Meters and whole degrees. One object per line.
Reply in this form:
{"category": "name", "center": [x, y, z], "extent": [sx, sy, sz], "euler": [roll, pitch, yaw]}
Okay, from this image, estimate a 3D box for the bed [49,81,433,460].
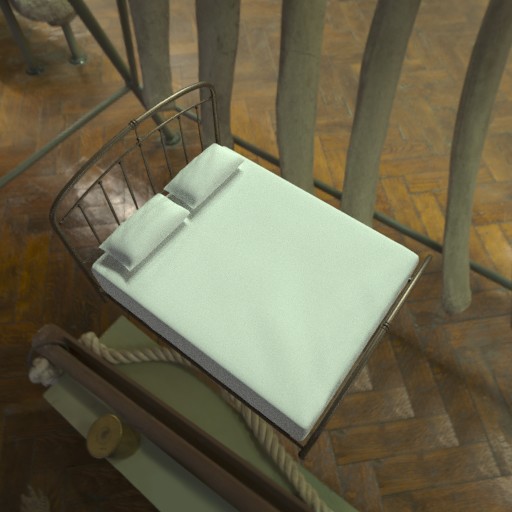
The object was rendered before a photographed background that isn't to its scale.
{"category": "bed", "center": [0.000, 0.000, 3.333], "extent": [2.168, 1.475, 1.711], "euler": [33, 64, 18]}
